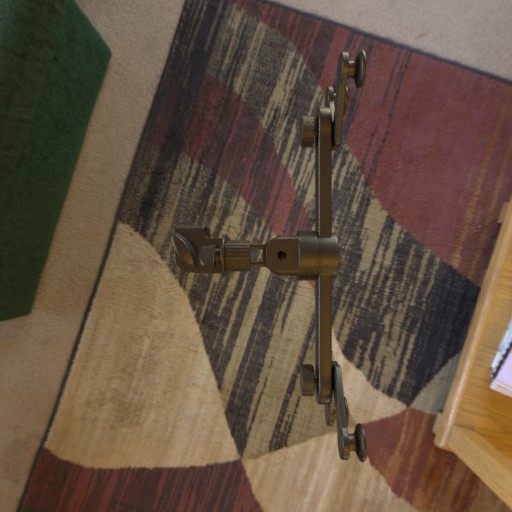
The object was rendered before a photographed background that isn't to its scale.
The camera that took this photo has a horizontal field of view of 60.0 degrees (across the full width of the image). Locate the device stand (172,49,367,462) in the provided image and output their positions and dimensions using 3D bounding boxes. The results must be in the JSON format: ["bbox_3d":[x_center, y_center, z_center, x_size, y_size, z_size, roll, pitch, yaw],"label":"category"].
[{"bbox_3d":[0.000,0.000,0.364,0.142,0.166,0.270,0,90,0],"label":"device stand"}]
